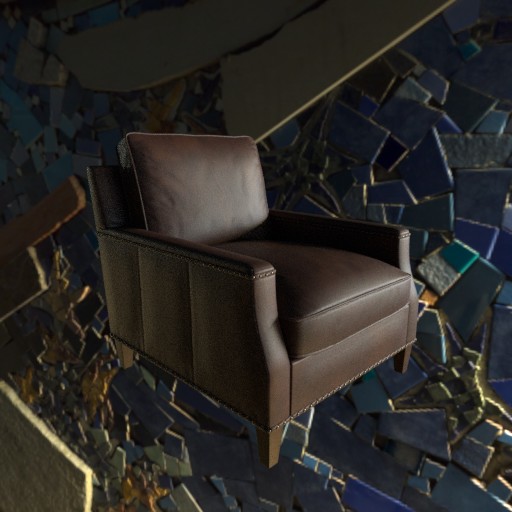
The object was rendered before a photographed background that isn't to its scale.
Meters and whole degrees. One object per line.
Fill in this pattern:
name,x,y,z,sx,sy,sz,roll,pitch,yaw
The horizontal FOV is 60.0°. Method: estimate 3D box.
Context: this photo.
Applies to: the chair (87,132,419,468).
chair,0.000,0.000,1.717,0.853,0.929,1.014,-13,19,-43
